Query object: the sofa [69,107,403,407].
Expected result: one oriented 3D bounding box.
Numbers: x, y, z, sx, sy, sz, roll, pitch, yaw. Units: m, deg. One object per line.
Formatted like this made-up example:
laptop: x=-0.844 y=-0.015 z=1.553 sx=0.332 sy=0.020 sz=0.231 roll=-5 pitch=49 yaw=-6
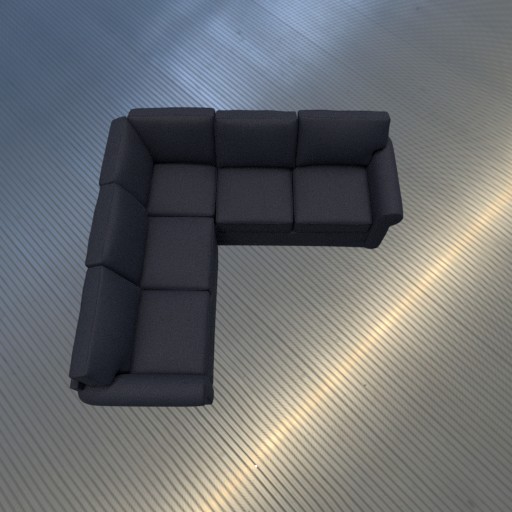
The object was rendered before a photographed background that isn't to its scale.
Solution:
sofa: x=0.000 y=0.000 z=3.789 sx=2.562 sy=1.042 sz=2.487 roll=0 pitch=65 yaw=0
